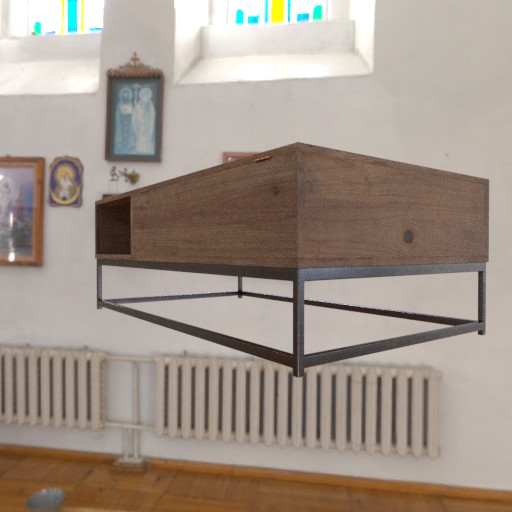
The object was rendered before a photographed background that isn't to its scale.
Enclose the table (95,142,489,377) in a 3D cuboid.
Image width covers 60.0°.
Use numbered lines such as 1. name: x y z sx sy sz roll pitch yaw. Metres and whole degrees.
1. table: 0.000 0.000 1.370 0.655 0.395 1.101 -1 1 -37
